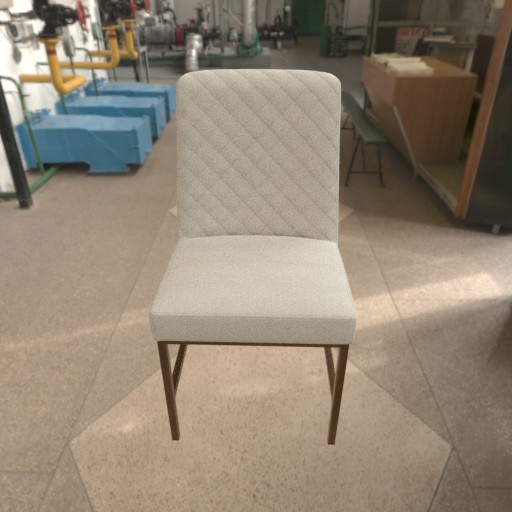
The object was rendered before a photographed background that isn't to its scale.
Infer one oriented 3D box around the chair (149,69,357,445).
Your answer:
[{"bbox_3d":[0.000,0.000,1.292,0.503,0.933,0.597,1,31,1],"label":"chair"}]
